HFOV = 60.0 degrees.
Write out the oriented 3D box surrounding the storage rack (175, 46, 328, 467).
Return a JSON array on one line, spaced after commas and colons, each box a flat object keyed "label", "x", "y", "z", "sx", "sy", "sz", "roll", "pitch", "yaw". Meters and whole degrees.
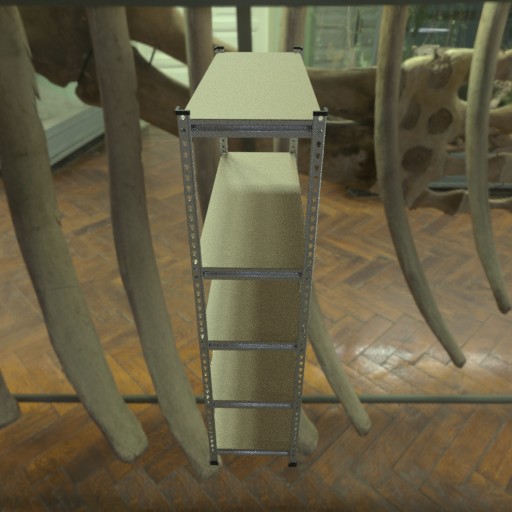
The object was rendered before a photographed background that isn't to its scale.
[{"label": "storage rack", "x": 0.000, "y": 0.000, "z": 2.319, "sx": 0.457, "sy": 1.829, "sz": 1.219, "roll": 1, "pitch": 33, "yaw": 1}]
